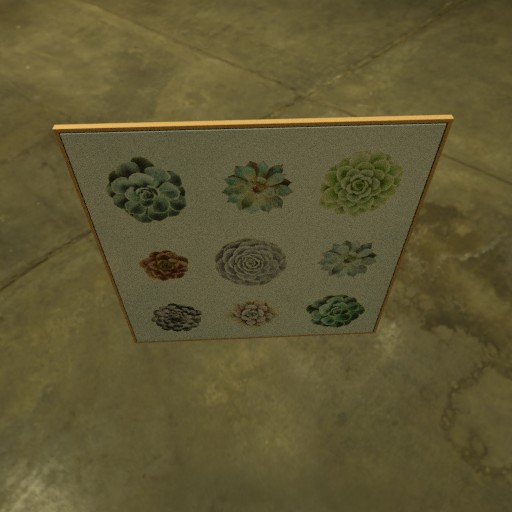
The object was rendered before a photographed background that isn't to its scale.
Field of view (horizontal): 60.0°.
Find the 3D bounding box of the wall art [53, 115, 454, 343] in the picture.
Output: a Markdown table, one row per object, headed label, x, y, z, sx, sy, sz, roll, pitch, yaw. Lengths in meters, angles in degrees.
| label | x | y | z | sx | sy | sz | roll | pitch | yaw |
| --- | --- | --- | --- | --- | --- | --- | --- | --- | --- |
| wall art | 0.000 | 0.000 | 0.971 | 0.657 | 0.655 | 0.014 | -2 | 48 | -2 |
